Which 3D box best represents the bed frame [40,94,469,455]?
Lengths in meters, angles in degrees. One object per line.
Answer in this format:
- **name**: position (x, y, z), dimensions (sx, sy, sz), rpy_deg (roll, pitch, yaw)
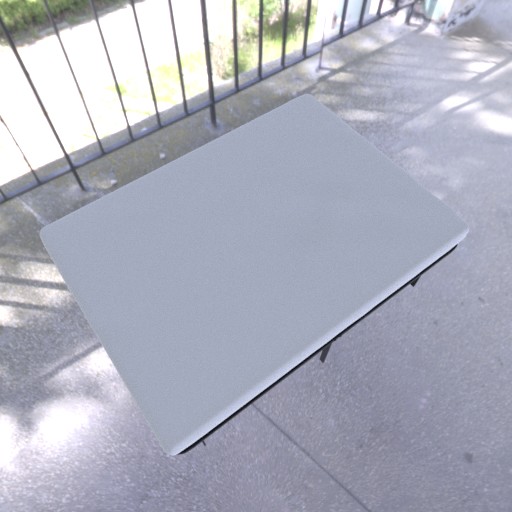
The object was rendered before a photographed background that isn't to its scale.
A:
- **bed frame**: position (0.000, 0.000, 2.586), dimensions (1.905, 0.637, 1.372), rpy_deg (-32, 64, -18)
